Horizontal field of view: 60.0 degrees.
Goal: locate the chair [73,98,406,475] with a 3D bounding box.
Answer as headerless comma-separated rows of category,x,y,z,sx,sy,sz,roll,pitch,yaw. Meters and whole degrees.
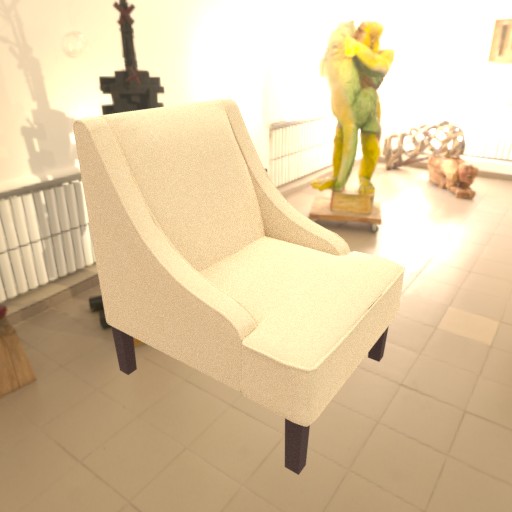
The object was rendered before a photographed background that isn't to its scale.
chair,0.000,0.000,1.454,0.806,0.886,0.689,17,30,32
